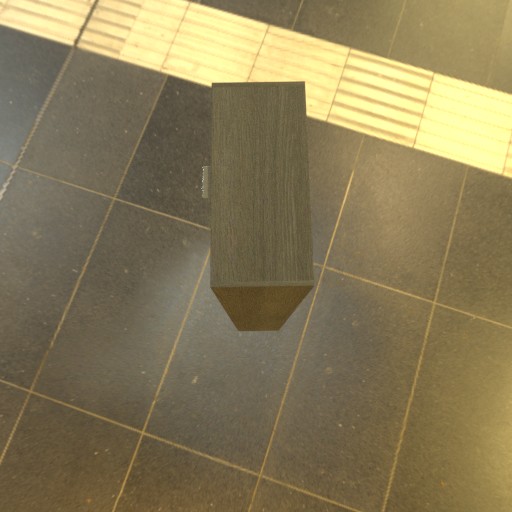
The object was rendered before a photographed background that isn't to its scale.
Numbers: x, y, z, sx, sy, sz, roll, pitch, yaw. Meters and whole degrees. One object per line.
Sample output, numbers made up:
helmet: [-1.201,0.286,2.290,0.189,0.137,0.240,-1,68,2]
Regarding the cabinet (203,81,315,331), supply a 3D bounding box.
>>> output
cabinet: [0.000,0.000,1.848,0.255,1.630,0.520,-1,77,0]
